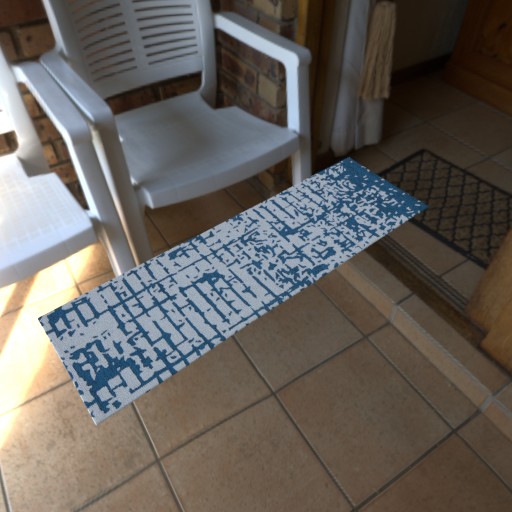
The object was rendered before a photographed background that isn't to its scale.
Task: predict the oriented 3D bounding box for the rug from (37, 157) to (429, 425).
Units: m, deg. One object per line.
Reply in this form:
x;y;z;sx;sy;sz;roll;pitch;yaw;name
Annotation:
0.000;0.000;2.720;2.435;0.011;0.750;-30;54;-25;rug
